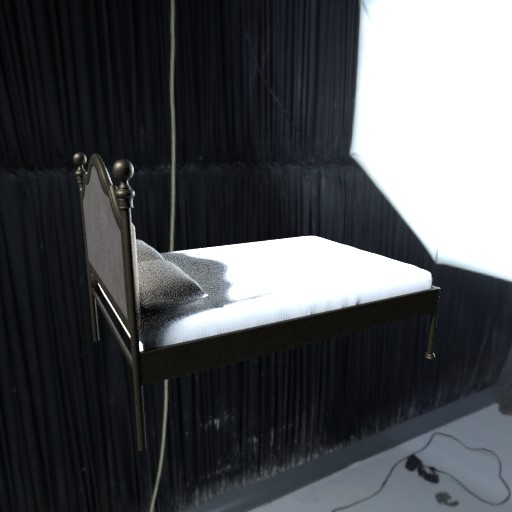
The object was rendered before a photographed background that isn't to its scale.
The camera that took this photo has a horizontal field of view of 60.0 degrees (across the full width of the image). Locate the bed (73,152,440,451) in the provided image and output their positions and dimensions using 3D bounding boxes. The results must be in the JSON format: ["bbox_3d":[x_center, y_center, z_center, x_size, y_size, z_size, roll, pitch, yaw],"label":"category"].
[{"bbox_3d":[0.000,0.000,3.189,2.170,1.462,1.533,-8,16,-27],"label":"bed"}]
